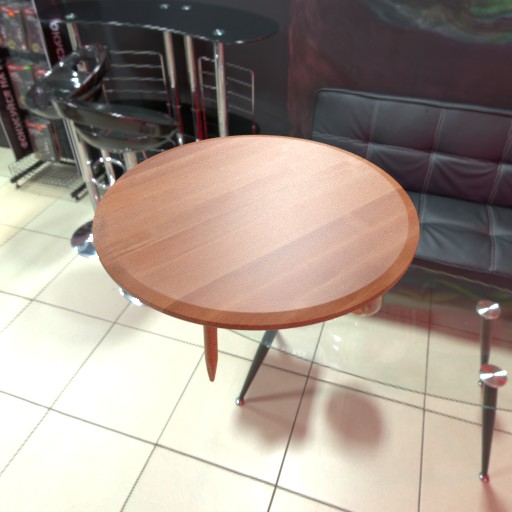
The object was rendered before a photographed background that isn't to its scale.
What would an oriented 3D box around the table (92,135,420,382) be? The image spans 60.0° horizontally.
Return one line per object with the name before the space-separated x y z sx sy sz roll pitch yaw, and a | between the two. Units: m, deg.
table | 0.000 0.000 1.391 0.900 0.400 0.900 0 40 0
